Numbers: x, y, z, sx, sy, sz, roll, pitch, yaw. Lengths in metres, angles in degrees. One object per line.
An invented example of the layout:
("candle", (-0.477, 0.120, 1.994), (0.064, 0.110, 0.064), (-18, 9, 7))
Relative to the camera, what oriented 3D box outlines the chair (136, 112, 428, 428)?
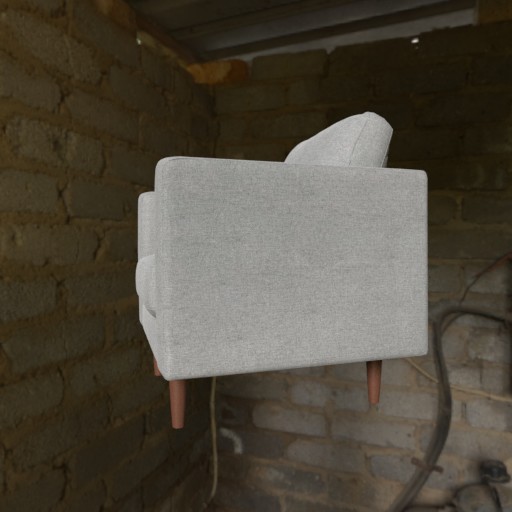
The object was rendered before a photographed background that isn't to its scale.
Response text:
("chair", (0.000, 0.000, 1.558), (0.800, 0.927, 0.855), (0, 1, -18))
